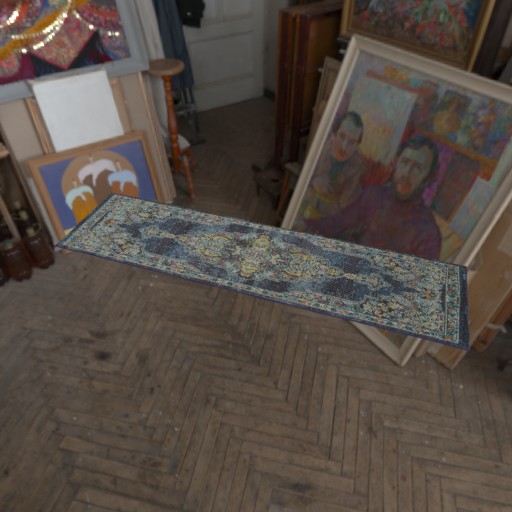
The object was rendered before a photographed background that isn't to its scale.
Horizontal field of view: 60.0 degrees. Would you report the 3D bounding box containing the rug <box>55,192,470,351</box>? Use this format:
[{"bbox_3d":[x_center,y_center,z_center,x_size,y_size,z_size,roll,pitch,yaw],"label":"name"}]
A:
[{"bbox_3d":[0.000,0.000,2.524,2.283,0.016,0.602,13,43,14],"label":"rug"}]
